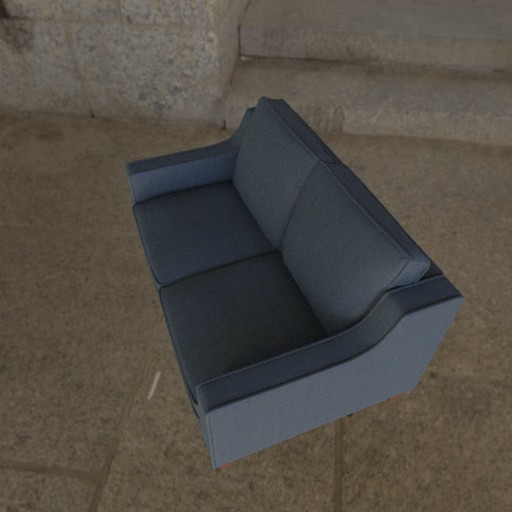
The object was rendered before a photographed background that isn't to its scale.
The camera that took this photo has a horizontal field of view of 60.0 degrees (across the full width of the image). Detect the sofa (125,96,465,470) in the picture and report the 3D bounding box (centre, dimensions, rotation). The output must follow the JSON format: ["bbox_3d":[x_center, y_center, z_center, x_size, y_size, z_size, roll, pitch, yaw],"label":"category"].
[{"bbox_3d":[0.000,0.000,2.134,0.987,0.971,1.501,-16,48,-15],"label":"sofa"}]
